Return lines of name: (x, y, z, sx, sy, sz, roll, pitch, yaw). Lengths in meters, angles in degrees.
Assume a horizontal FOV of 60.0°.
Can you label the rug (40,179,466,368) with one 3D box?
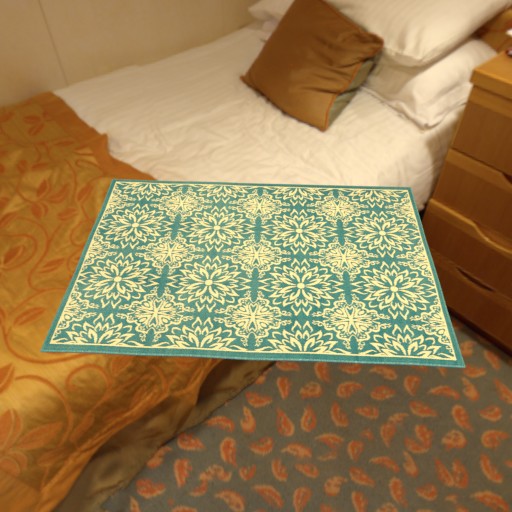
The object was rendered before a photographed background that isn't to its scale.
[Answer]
rug: (0.000, 0.000, 3.496, 2.769, 0.018, 1.830, 2, 48, 2)
